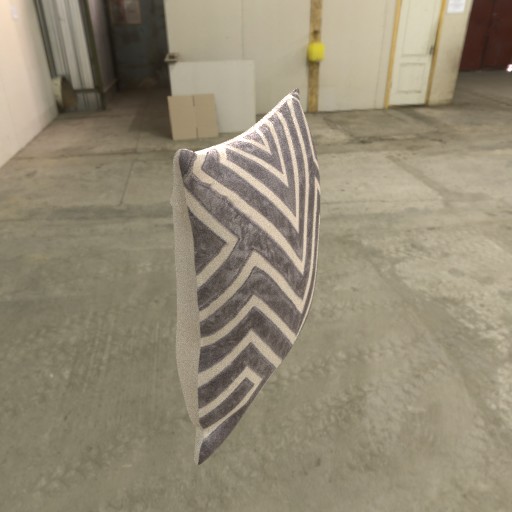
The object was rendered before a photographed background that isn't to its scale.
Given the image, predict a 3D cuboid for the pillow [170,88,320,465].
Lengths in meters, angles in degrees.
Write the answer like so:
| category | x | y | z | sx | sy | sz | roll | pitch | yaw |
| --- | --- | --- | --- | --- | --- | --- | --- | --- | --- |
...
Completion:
| category | x | y | z | sx | sy | sz | roll | pitch | yaw |
| --- | --- | --- | --- | --- | --- | --- | --- | --- | --- |
| pillow | 0.000 | 0.000 | 0.683 | 0.182 | 0.441 | 0.440 | 10 | 31 | 17 |
